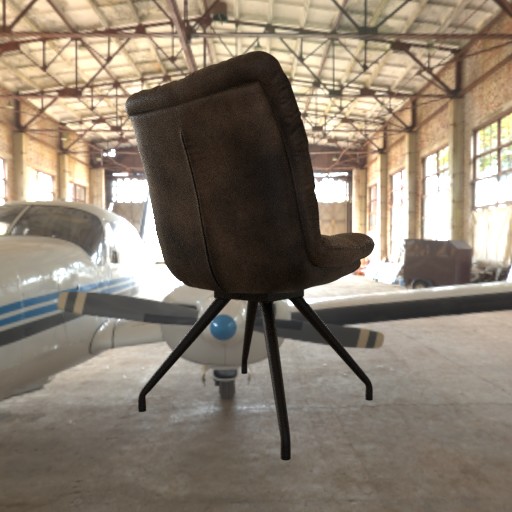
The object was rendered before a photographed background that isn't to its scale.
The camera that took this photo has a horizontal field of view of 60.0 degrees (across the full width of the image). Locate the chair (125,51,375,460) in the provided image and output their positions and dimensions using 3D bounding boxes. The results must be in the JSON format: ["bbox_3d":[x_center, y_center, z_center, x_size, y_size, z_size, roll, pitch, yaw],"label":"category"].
[{"bbox_3d":[0.000,0.000,1.272,0.549,0.870,0.622,1,1,36],"label":"chair"}]
